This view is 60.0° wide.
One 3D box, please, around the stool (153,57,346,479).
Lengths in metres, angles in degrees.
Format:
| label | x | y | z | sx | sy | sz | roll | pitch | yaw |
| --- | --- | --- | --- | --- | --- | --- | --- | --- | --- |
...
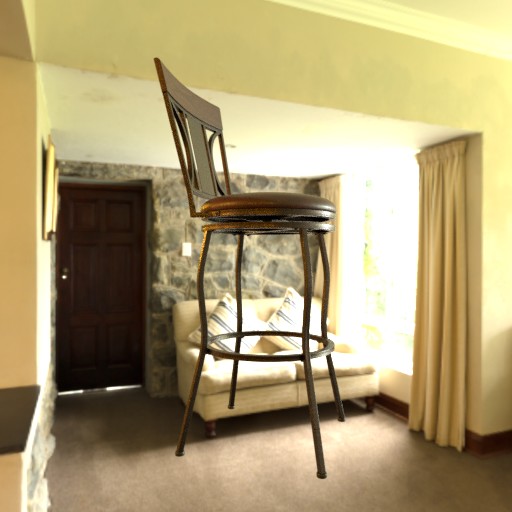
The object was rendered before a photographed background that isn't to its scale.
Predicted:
| label | x | y | z | sx | sy | sz | roll | pitch | yaw |
| --- | --- | --- | --- | --- | --- | --- | --- | --- | --- |
| stool | 0.000 | 0.000 | 1.403 | 0.513 | 1.130 | 0.448 | 0 | 0 | 18 |
